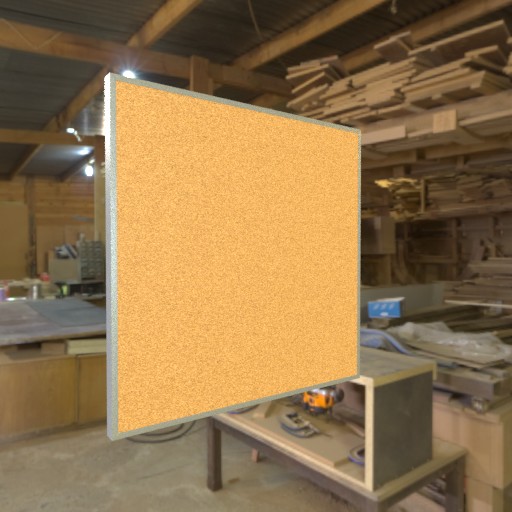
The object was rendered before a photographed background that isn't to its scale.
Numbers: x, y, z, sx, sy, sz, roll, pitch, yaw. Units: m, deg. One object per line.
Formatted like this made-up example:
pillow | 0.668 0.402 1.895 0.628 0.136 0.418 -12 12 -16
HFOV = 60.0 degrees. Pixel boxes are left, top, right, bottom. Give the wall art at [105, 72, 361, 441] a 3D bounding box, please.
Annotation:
wall art | 0.000 0.000 1.221 0.809 0.807 0.038 -1 1 -36
